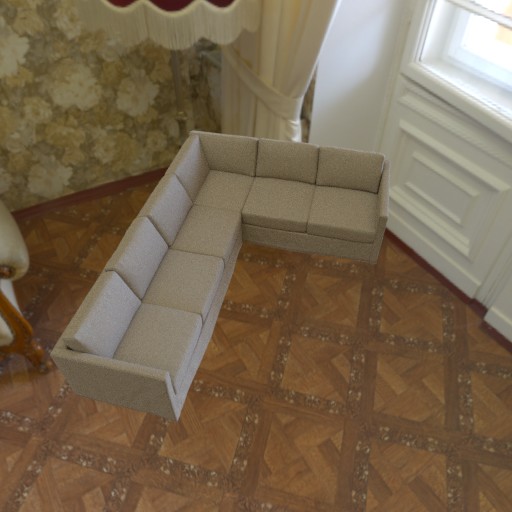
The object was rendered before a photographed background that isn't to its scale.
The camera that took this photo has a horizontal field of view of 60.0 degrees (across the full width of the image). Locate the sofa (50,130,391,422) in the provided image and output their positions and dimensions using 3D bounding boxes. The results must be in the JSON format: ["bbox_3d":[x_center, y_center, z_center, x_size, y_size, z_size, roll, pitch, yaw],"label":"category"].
[{"bbox_3d":[0.000,0.000,4.352,2.432,0.871,3.182,10,47,9],"label":"sofa"}]
